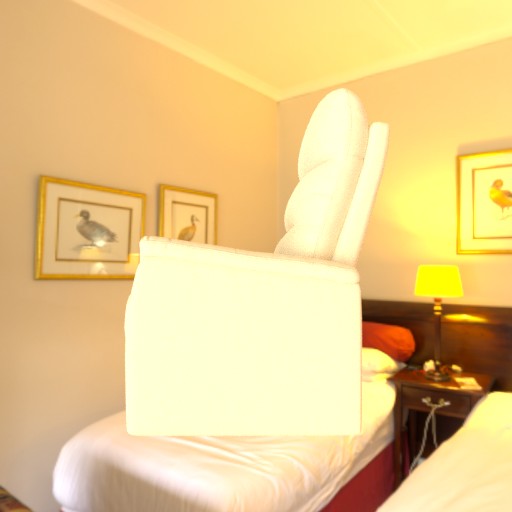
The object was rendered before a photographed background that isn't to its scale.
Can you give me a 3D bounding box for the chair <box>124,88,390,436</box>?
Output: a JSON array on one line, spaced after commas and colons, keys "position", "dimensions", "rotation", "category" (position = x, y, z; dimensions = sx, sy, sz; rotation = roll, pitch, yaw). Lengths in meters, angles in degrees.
[{"position": [0.000, 0.000, 1.617], "dimensions": [0.831, 1.082, 0.775], "rotation": [0, -1, 0], "category": "chair"}]
